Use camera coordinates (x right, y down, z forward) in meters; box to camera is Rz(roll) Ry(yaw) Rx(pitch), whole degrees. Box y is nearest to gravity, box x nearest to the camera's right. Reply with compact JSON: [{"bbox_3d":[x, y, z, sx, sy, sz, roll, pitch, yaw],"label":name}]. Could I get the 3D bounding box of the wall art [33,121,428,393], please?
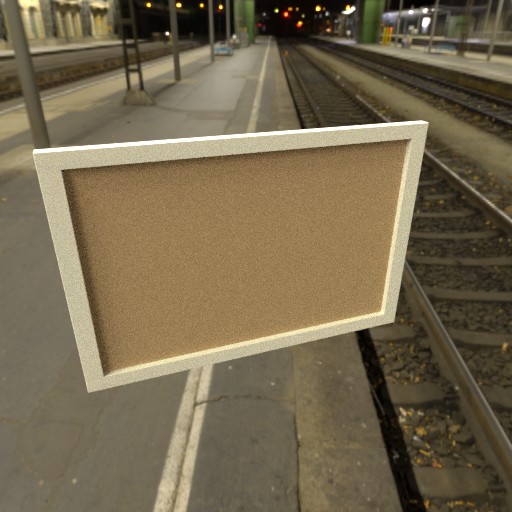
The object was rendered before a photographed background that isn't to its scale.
[{"bbox_3d":[0.000,0.000,1.418,1.144,0.767,0.038,-9,29,-17],"label":"wall art"}]
